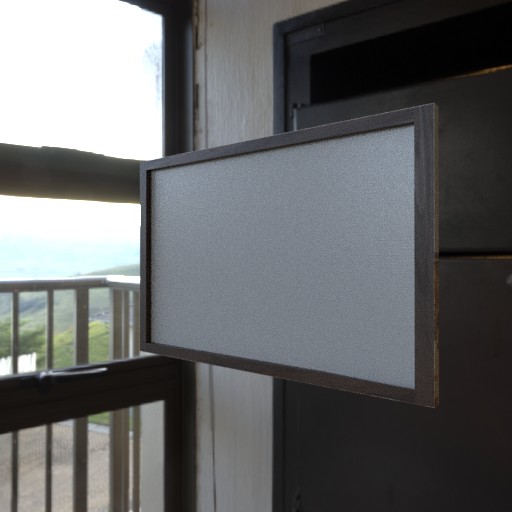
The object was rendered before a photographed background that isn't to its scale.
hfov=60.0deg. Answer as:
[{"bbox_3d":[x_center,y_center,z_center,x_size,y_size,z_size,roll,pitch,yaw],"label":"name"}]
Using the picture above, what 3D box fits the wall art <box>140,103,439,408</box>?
[{"bbox_3d":[0.000,0.000,1.948,1.520,1.016,0.051,0,0,37],"label":"wall art"}]
